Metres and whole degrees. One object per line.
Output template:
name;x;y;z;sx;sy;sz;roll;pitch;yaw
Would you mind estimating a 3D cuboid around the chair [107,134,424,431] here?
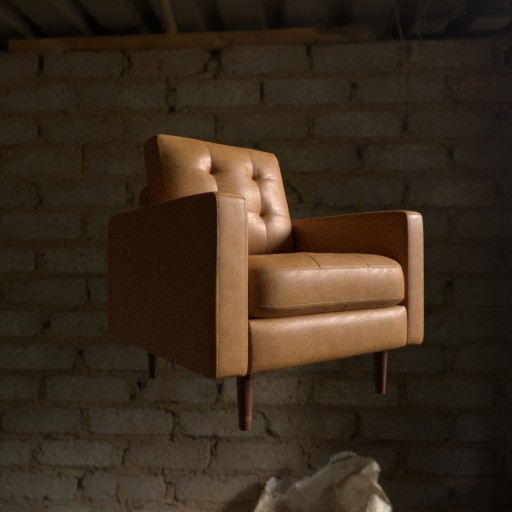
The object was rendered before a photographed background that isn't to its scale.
chair;0.000;0.000;1.560;0.831;0.896;0.868;0;-1;-35
